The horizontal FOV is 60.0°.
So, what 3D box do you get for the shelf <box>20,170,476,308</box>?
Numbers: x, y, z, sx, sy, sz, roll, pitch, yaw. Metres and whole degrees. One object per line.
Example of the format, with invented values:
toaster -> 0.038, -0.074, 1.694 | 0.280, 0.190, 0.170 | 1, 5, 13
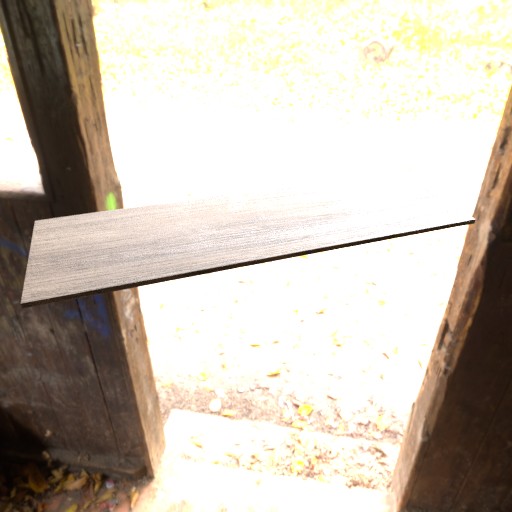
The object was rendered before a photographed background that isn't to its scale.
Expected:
shelf -> 0.000, 0.000, 0.678 | 0.610, 0.125, 0.200 | -10, 34, -15
